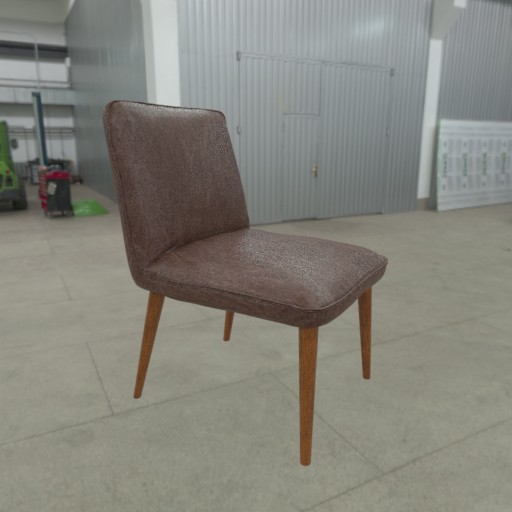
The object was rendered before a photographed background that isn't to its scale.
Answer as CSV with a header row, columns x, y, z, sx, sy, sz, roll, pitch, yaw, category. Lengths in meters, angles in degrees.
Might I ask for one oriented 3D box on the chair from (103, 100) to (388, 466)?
x,y,z,sx,sy,sz,roll,pitch,yaw,category
0.000,0.000,1.210,0.645,0.803,0.543,7,16,26,chair
